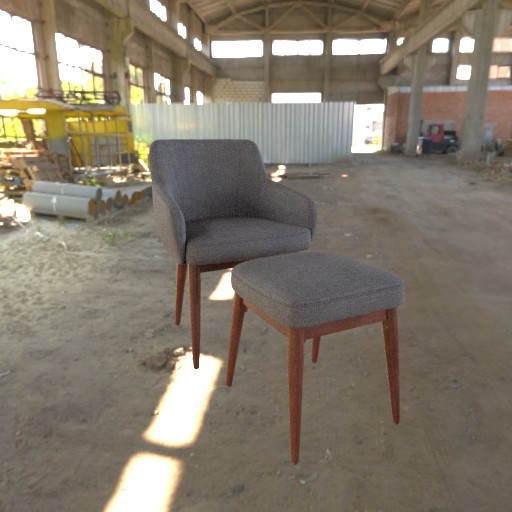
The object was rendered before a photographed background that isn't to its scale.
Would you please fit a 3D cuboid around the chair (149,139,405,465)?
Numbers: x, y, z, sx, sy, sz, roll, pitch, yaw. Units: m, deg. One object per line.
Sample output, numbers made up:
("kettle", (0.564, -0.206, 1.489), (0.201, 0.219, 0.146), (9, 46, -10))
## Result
("chair", (0.000, 0.000, 1.573), (0.584, 0.799, 1.107), (-8, 17, -27))
